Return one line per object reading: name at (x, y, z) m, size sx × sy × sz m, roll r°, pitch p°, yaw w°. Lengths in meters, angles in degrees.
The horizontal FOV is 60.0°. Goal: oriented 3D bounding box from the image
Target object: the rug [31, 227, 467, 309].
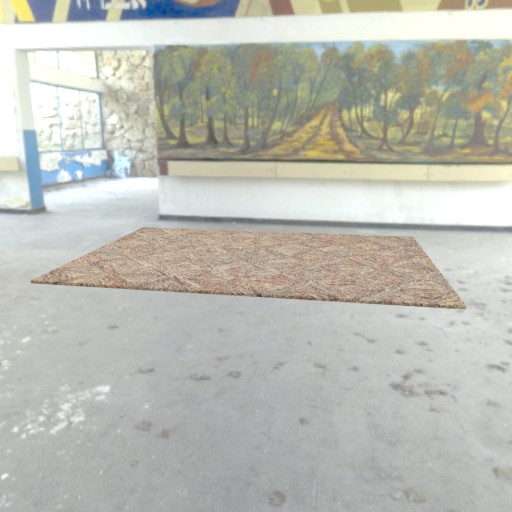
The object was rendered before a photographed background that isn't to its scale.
rug at (0.000, 0.000, 3.001) m, size 2.285 × 0.019 × 1.523 m, roll 3°, pitch 15°, yaw 9°
